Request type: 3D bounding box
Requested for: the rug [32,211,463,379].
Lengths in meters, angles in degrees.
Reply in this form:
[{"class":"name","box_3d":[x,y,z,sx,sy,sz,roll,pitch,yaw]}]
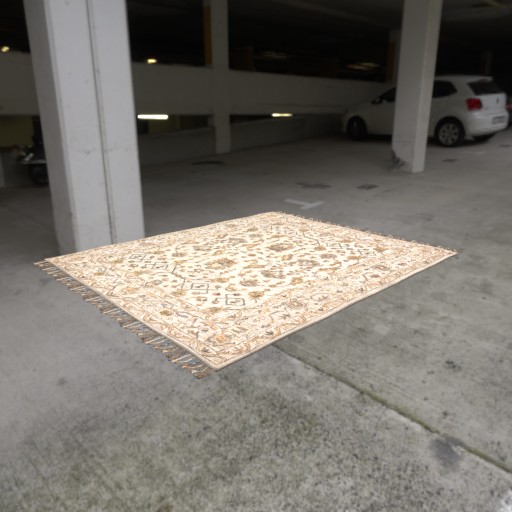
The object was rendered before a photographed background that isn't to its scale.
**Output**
[{"class":"rug","box_3d":[0.000,0.000,3.984,3.061,0.034,2.426,-16,24,-41]}]
